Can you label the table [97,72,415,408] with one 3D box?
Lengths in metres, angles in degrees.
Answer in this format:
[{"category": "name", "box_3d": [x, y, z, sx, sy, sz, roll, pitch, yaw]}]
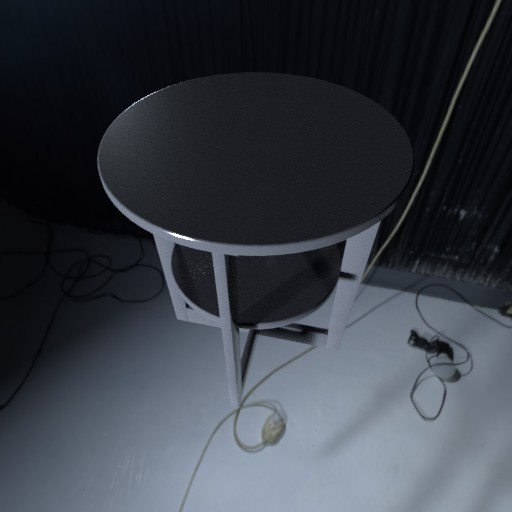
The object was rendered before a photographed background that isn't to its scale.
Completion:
[{"category": "table", "box_3d": [0.000, 0.000, 0.916, 0.500, 0.550, 0.500, 0, 46, 0]}]
